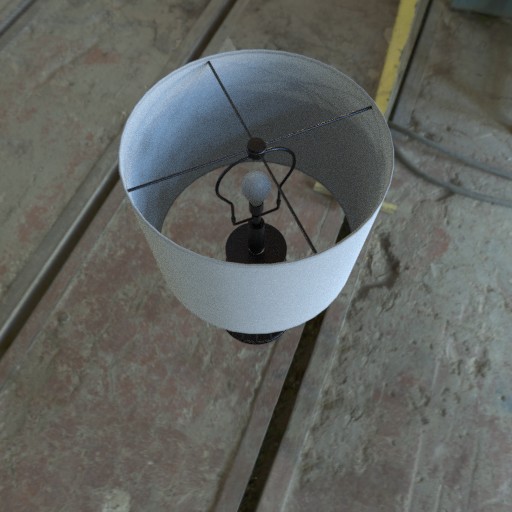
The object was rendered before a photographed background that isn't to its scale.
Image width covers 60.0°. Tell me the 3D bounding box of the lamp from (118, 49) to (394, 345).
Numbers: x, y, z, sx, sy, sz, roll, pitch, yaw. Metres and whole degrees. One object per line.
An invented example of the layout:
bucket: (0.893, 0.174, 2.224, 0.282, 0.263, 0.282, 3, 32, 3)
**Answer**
lamp: (0.000, 0.000, 0.785, 0.322, 0.593, 0.322, -21, 65, -10)
